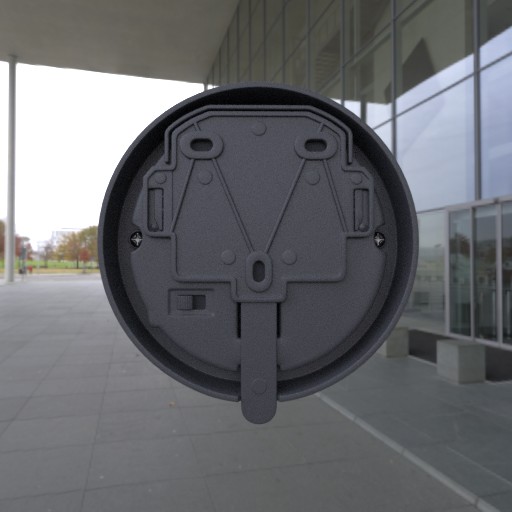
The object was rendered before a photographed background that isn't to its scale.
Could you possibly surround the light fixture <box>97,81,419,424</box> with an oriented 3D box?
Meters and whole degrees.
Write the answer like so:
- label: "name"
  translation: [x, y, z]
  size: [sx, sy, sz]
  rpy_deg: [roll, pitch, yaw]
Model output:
- label: "light fixture"
  translation: [0.000, 0.000, 0.263]
  size: [0.134, 0.143, 0.160]
  rpy_deg: [0, -1, -1]
